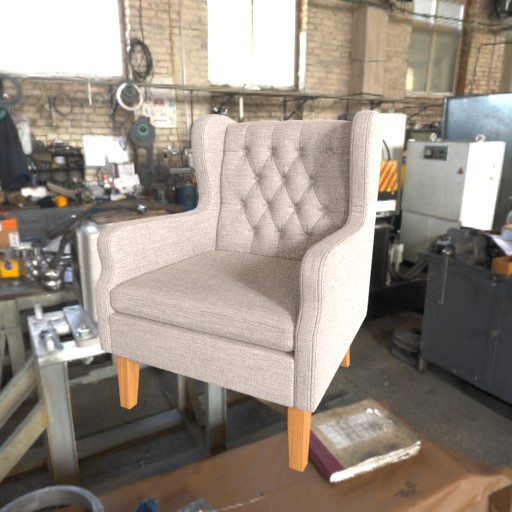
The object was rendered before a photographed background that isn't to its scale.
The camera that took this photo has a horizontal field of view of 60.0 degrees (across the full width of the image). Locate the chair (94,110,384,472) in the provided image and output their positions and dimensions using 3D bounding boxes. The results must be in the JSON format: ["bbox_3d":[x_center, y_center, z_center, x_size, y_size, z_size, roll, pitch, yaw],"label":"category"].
[{"bbox_3d":[0.000,0.000,1.480,0.710,0.930,0.760,8,17,27],"label":"chair"}]
